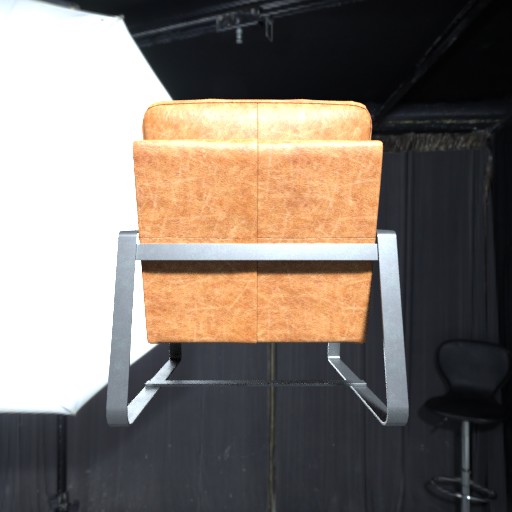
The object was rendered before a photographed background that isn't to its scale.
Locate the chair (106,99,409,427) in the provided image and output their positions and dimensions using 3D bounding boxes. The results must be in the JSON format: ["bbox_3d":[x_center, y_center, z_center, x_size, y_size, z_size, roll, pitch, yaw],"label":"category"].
[{"bbox_3d":[0.000,0.000,1.357,0.651,0.777,0.801,0,-2,-1],"label":"chair"}]
